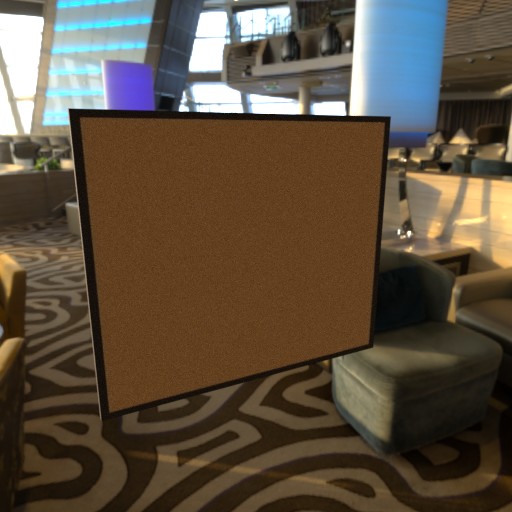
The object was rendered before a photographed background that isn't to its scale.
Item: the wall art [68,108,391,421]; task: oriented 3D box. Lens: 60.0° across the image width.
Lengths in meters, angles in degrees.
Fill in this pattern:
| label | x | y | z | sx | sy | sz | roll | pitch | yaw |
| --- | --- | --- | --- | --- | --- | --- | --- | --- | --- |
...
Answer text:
| label | x | y | z | sx | sy | sz | roll | pitch | yaw |
| --- | --- | --- | --- | --- | --- | --- | --- | --- | --- |
| wall art | 0.000 | 0.000 | 1.426 | 1.033 | 0.875 | 0.023 | -8 | 17 | -26 |
